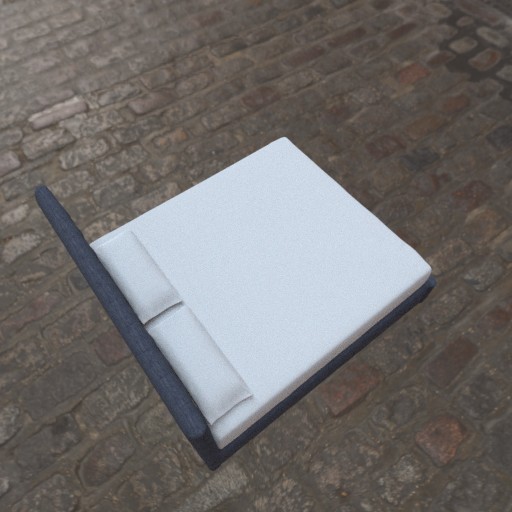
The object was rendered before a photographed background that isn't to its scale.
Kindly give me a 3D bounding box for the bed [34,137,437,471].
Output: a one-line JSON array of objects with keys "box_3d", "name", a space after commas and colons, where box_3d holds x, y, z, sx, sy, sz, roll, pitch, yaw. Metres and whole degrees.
[{"box_3d": [0.000, 0.000, 3.613, 2.387, 1.427, 2.078, -33, 64, -19], "name": "bed"}]
